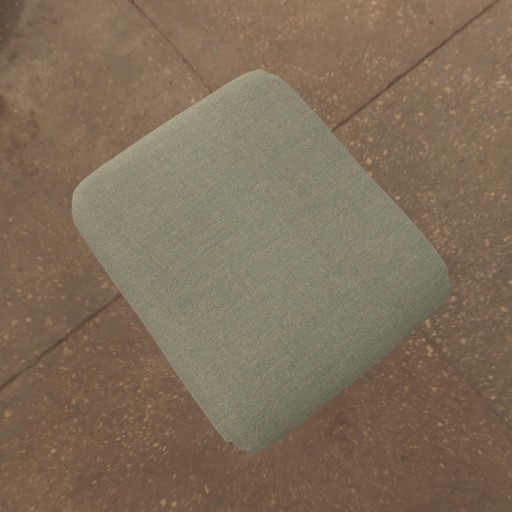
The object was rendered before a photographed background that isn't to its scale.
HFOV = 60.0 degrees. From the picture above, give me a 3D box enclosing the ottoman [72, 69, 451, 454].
[{"bbox_3d":[0.000,0.000,1.143,0.622,0.450,0.747,-36,79,-8],"label":"ottoman"}]
